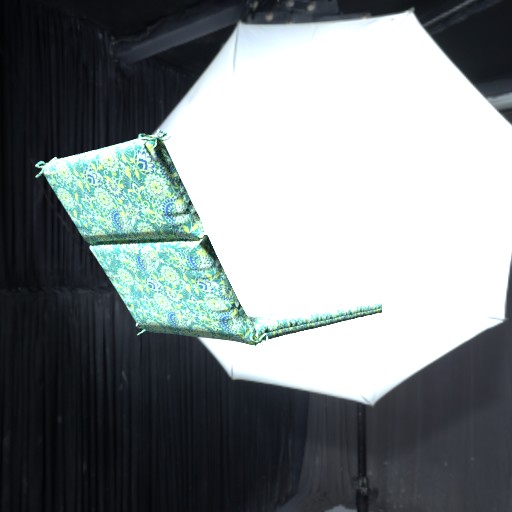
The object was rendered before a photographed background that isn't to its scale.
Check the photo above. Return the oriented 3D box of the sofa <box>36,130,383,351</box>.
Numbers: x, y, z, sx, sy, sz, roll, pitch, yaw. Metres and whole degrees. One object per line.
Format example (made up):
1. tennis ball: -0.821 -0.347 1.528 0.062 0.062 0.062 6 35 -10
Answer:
1. sofa: 0.000 0.000 1.899 0.582 0.622 1.663 -1 -2 36
